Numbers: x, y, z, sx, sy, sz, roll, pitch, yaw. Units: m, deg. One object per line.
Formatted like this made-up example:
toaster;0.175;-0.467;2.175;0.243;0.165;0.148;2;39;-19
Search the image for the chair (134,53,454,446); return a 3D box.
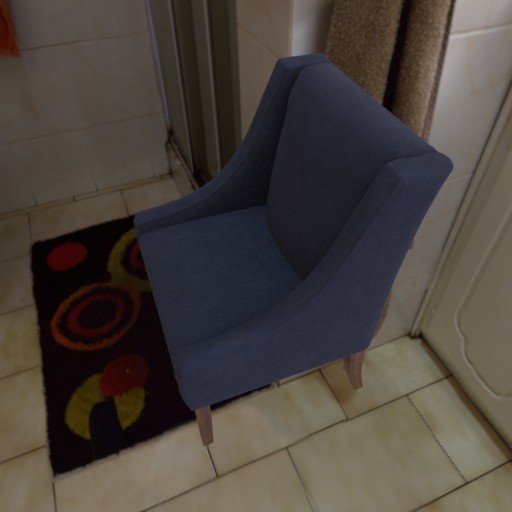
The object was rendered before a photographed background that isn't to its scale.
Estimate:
chair;0.000;0.000;1.309;0.629;0.895;0.629;-15;48;-14
